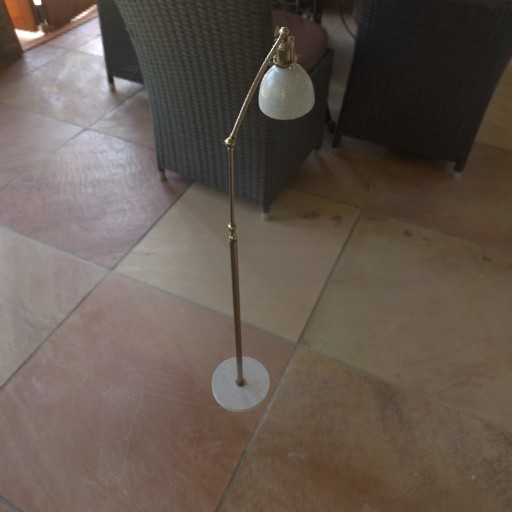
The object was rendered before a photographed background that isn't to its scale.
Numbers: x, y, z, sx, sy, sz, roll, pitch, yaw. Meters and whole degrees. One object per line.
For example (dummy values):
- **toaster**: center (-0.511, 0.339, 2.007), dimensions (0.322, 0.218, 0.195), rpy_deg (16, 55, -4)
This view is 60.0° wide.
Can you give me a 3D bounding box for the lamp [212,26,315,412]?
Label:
- **lamp**: center (0.000, 0.000, 1.738), dimensions (0.288, 1.586, 0.599), rpy_deg (22, 50, 19)
